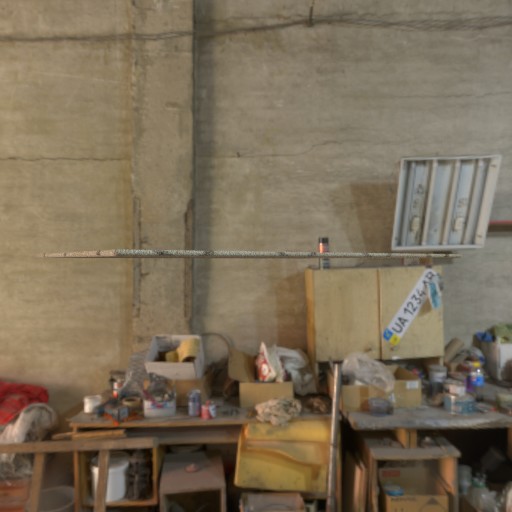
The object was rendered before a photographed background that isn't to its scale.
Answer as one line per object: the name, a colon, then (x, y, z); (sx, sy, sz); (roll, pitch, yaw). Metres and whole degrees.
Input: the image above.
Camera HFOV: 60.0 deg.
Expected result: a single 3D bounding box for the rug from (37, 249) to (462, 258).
rug: (0.000, 0.000, 2.890); (2.348, 0.024, 1.501); (0, -1, -36)
